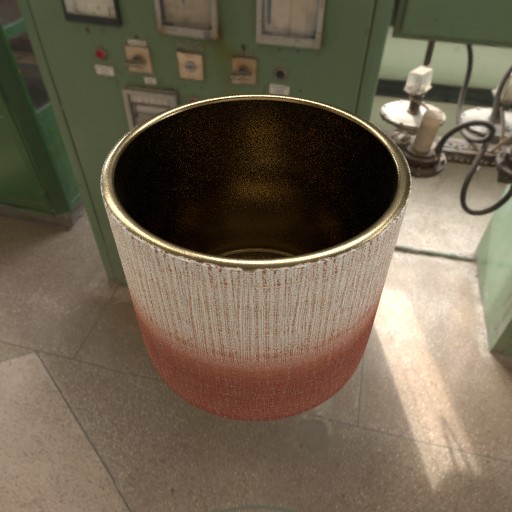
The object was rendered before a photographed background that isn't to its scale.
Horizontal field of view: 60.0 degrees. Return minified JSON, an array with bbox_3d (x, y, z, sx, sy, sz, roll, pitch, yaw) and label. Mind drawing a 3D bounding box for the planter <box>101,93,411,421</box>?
[{"bbox_3d":[0.000,0.000,0.310,0.178,0.157,0.178,0,45,0],"label":"planter"}]
